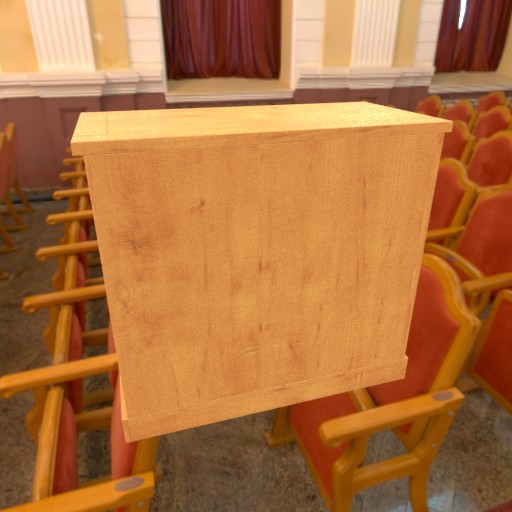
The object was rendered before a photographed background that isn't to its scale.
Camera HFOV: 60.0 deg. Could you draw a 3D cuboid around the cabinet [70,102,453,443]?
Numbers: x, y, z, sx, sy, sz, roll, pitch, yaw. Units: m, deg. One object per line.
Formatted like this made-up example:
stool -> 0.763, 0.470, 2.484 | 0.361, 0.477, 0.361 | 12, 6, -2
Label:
cabinet -> 0.000, 0.000, 1.387 | 0.920, 0.840, 0.450 | -8, 27, -16
